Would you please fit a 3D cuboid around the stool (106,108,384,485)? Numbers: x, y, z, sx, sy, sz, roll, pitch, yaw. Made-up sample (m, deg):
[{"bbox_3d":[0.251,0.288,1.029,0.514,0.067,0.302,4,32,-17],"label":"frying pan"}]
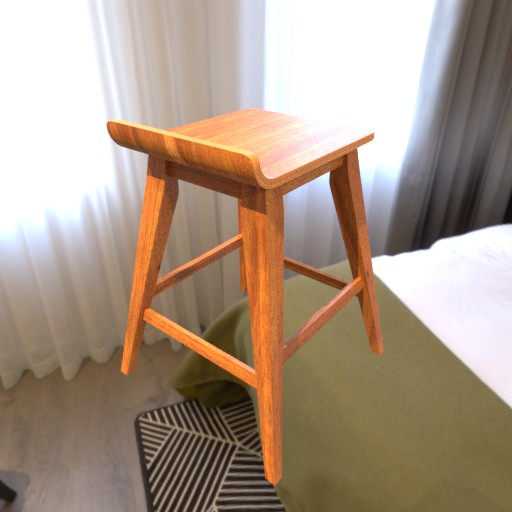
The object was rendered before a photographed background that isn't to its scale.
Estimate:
[{"bbox_3d":[0.000,0.000,1.024,0.500,0.650,0.500,22,37,33],"label":"stool"}]
